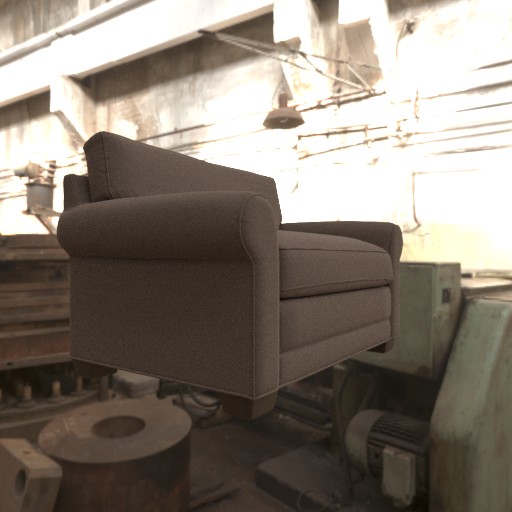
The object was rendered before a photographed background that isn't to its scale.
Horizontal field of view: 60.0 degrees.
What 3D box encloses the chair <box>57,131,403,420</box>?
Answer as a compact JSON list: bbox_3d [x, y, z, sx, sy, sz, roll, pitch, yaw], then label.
[{"bbox_3d":[0.000,0.000,1.955,0.930,0.930,1.390,0,-1,35],"label":"chair"}]
